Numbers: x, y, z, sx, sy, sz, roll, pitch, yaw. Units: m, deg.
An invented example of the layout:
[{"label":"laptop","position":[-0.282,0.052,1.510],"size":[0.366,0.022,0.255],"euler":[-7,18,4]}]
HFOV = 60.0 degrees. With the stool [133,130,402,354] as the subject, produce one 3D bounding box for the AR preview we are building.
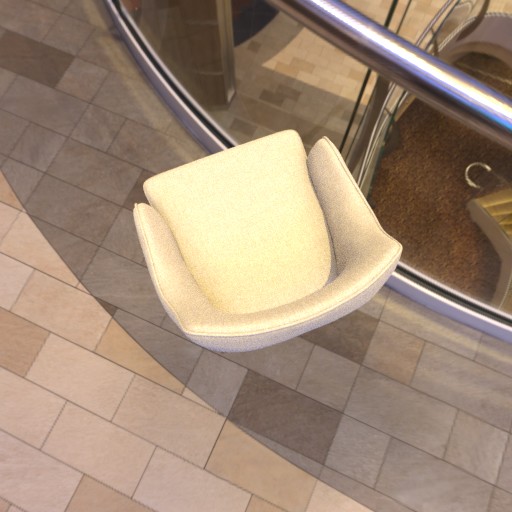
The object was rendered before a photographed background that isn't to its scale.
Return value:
[{"label":"stool","position":[0.000,0.000,1.292],"size":[0.550,0.936,0.560],"euler":[-21,75,-6]}]
